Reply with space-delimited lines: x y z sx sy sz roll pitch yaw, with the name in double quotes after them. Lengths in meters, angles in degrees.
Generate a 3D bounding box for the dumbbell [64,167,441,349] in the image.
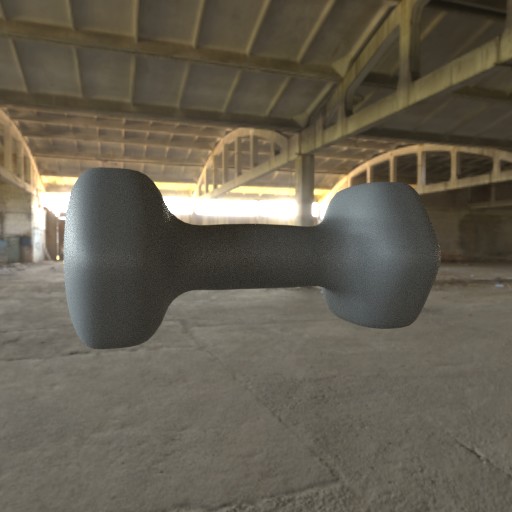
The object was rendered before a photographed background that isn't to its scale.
0.000 0.000 0.233 0.184 0.081 0.090 -1 2 -18 "dumbbell"
